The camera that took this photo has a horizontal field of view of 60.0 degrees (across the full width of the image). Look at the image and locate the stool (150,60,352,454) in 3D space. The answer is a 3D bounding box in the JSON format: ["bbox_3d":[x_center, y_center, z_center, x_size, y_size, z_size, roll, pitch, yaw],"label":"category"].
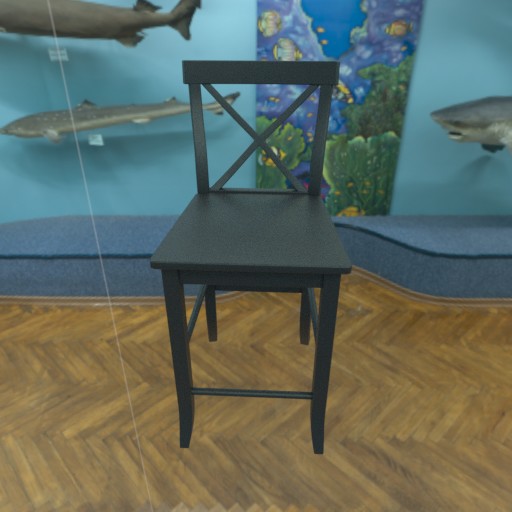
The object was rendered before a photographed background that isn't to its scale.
[{"bbox_3d":[0.000,0.000,1.281,0.452,0.989,0.559,1,30,3],"label":"stool"}]
